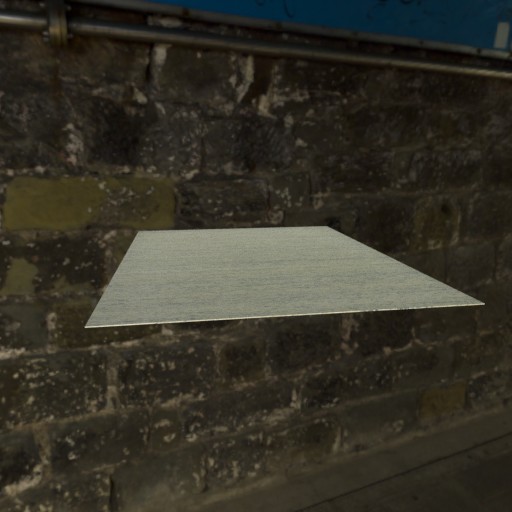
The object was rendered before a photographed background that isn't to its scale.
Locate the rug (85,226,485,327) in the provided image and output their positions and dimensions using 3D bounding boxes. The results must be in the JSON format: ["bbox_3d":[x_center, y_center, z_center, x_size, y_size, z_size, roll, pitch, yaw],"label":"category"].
[{"bbox_3d":[0.000,0.000,4.178,2.438,0.006,3.197,-2,13,-9],"label":"rug"}]
